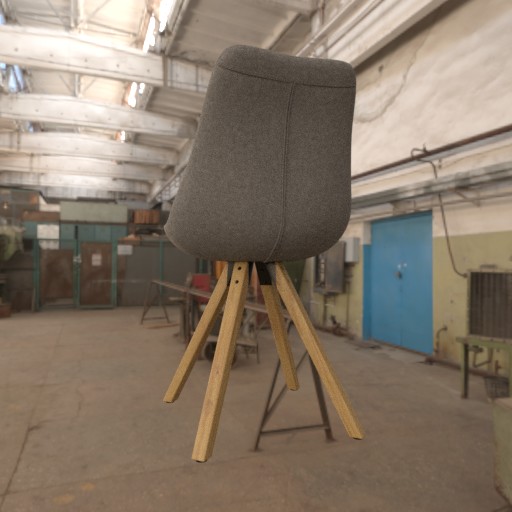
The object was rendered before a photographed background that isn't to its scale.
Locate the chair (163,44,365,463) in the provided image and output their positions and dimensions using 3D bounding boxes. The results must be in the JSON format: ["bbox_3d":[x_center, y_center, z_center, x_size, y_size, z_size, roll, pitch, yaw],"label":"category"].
[{"bbox_3d":[0.000,0.000,1.188,0.483,0.865,0.550,0,-1,-18],"label":"chair"}]
